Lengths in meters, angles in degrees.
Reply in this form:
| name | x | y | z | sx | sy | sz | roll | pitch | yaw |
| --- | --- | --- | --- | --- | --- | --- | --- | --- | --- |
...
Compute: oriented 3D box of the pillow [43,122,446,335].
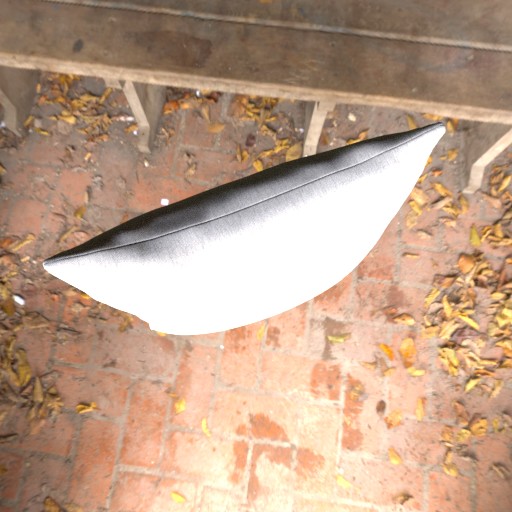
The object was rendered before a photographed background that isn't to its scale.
| name | x | y | z | sx | sy | sz | roll | pitch | yaw |
| --- | --- | --- | --- | --- | --- | --- | --- | --- | --- |
| pillow | 0.000 | 0.000 | 0.653 | 0.433 | 0.436 | 0.173 | -20 | 76 | -5 |
